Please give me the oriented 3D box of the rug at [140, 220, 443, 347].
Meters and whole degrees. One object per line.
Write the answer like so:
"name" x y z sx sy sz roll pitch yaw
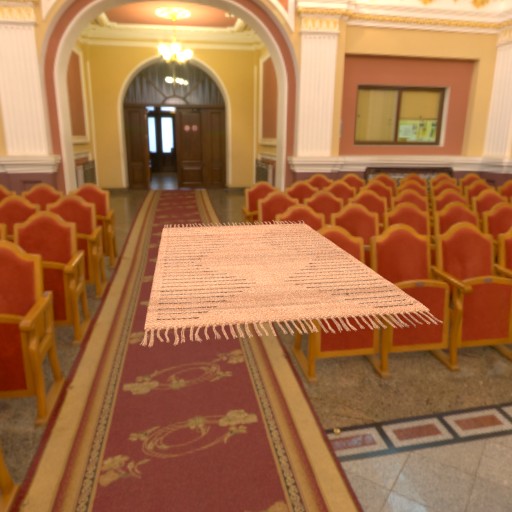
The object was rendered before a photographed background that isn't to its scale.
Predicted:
"rug" 0.000 0.000 2.052 0.905 0.017 1.718 -2 15 -9
